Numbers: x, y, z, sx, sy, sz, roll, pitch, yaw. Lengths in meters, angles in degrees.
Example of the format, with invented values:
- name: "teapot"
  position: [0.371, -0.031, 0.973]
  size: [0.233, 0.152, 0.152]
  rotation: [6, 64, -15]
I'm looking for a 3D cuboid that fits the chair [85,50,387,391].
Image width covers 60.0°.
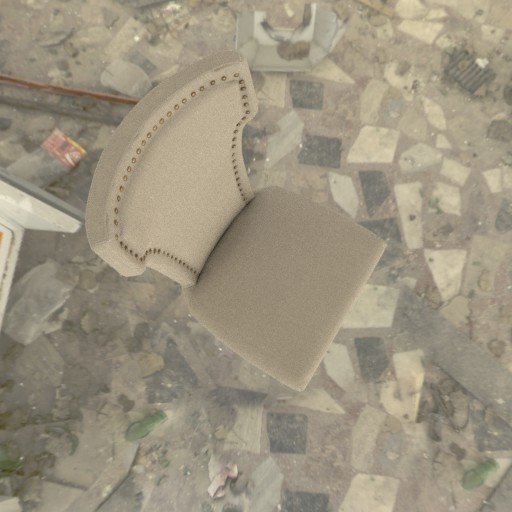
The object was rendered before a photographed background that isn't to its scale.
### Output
- name: "chair"
  position: [0.000, 0.000, 1.286]
  size: [0.630, 0.950, 0.526]
  rotation: [31, 77, 8]
